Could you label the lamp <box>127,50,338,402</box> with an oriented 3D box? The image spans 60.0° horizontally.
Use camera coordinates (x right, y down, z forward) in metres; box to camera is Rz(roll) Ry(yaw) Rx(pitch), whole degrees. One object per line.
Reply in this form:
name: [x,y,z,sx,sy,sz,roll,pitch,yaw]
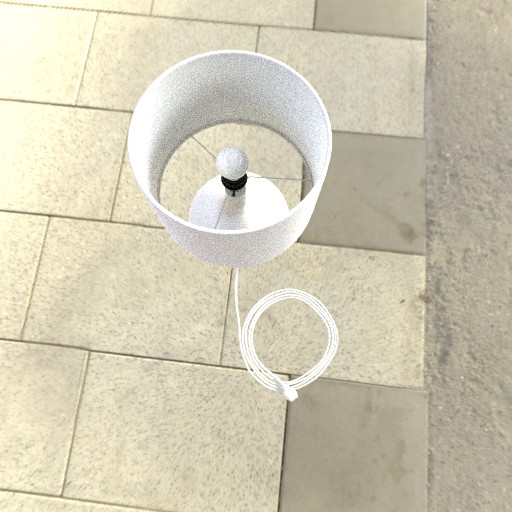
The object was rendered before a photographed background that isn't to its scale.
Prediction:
lamp: [0.000,0.000,0.849,0.401,0.457,0.546,4,76,1]
